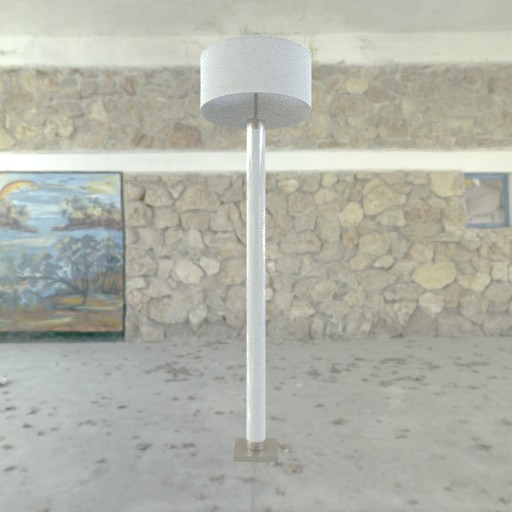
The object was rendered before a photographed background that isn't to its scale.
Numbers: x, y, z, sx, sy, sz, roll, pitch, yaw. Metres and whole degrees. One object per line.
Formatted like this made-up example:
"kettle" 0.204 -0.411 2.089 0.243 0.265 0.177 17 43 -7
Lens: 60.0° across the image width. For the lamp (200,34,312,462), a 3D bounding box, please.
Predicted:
"lamp" 0.000 0.000 1.665 0.420 1.475 0.420 0 0 1
